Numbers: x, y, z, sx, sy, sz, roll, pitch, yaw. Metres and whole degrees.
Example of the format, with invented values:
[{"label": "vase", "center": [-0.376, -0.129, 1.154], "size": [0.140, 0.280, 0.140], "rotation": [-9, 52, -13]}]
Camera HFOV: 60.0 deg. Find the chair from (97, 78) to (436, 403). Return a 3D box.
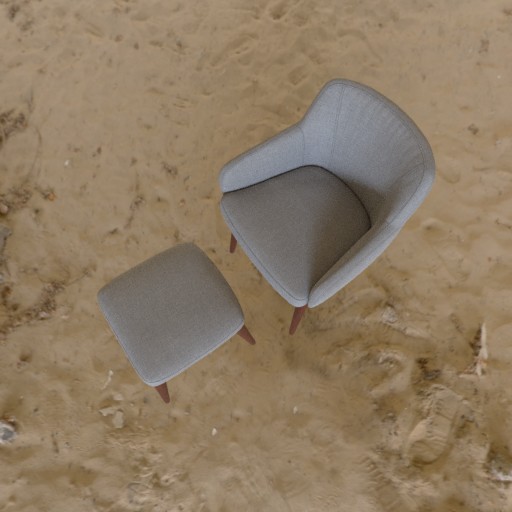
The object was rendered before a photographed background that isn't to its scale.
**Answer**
[{"label": "chair", "center": [0.000, 0.000, 1.580], "size": [1.107, 0.799, 0.584], "rotation": [-32, 69, -14]}]
